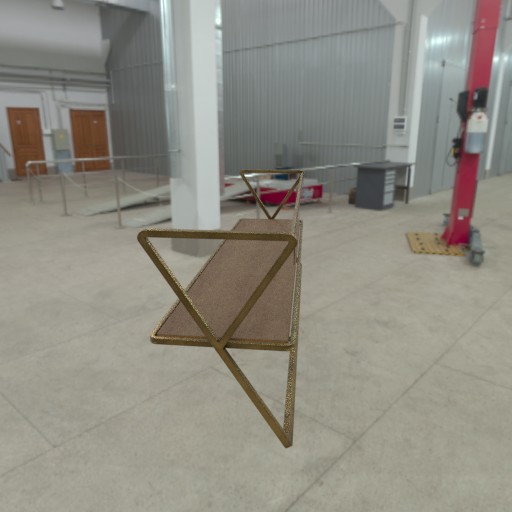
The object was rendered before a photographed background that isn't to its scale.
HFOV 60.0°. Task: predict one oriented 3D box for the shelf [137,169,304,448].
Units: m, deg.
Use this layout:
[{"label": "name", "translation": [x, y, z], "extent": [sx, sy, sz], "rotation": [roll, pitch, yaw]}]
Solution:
[{"label": "shelf", "translation": [0.000, 0.000, 0.743], "extent": [0.150, 0.229, 0.645], "rotation": [2, 16, 6]}]
